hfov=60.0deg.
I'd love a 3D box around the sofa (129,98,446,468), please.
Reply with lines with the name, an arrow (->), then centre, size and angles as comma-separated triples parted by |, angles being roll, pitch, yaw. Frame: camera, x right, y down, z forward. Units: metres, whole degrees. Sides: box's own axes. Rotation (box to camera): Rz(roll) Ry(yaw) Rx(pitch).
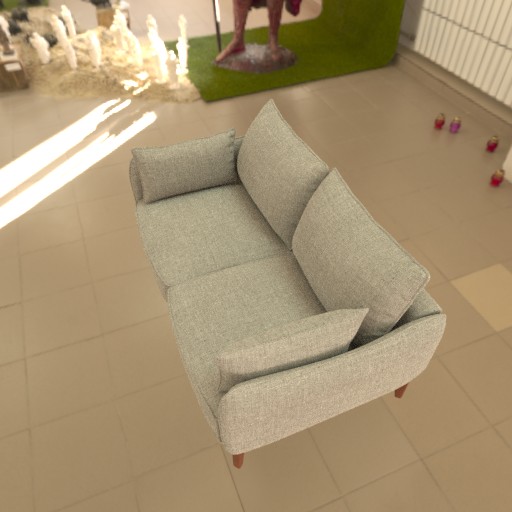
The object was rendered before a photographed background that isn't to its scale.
sofa -> 0.000, 0.000, 2.152 | 0.972, 0.851, 1.580 | -17, 48, -16
